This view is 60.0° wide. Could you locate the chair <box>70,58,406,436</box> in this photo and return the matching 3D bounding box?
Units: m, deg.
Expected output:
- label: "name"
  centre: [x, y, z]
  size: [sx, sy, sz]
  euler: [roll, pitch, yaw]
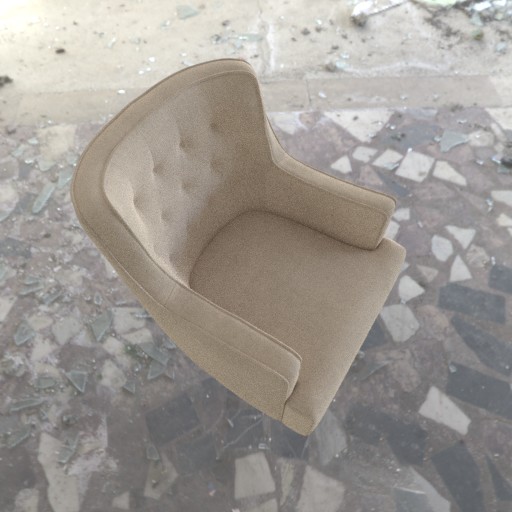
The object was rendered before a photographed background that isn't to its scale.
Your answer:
- label: "chair"
  centre: [0.000, 0.000, 1.558]
  size: [0.910, 0.920, 0.781]
  euler: [28, 62, 17]
